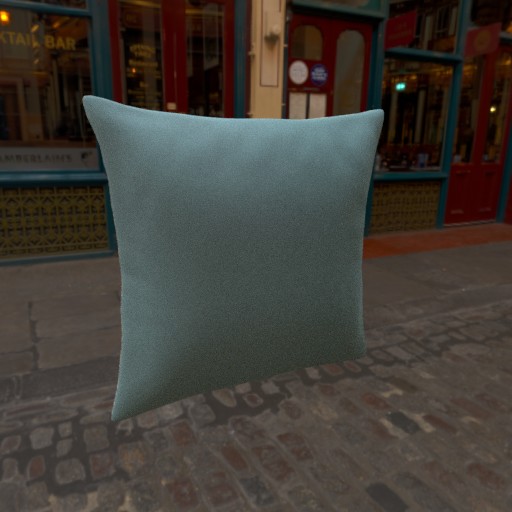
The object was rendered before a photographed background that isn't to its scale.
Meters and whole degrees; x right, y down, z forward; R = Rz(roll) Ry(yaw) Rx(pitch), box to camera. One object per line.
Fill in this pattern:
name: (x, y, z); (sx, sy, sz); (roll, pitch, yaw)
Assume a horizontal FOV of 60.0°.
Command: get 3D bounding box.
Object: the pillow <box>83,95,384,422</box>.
pillow: (0.000, 0.000, 0.775); (0.526, 0.507, 0.166); (-7, 16, -25)
